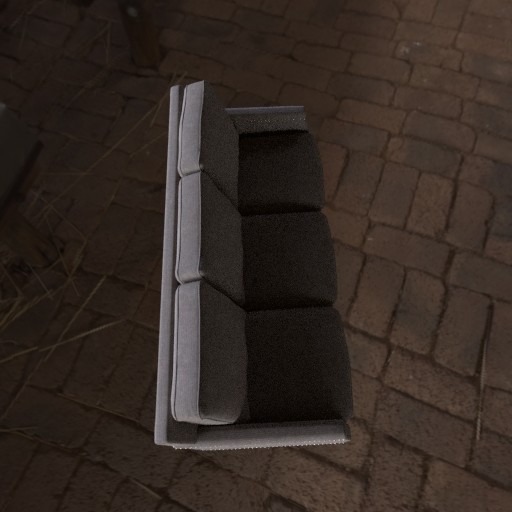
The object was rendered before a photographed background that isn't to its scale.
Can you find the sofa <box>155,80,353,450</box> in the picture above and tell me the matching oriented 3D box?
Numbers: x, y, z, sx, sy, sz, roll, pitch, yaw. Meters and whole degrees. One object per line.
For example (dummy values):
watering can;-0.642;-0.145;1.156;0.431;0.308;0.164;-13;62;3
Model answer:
sofa;0.000;0.000;2.826;1.034;1.042;2.226;-3;65;-1
